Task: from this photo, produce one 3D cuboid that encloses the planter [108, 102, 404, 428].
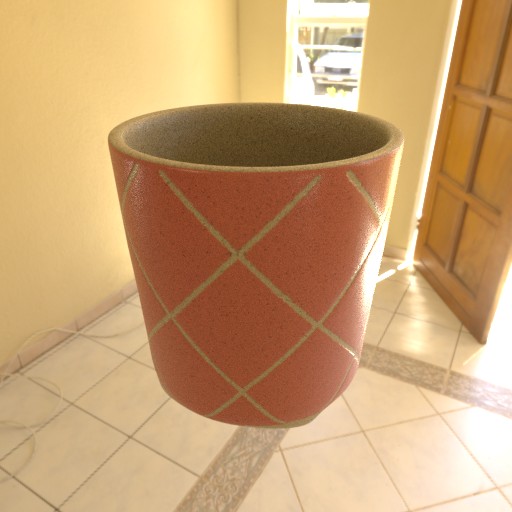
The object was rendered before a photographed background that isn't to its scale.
[{"bbox_3d":[0.000,0.000,0.409,0.227,0.235,0.227,0,29,0],"label":"planter"}]
